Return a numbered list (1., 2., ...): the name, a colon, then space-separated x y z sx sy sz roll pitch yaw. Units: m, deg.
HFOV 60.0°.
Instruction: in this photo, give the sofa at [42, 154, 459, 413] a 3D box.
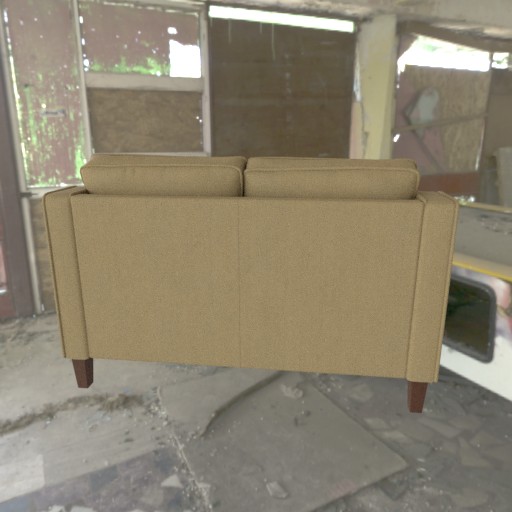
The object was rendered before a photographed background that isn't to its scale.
1. sofa: 0.000 0.000 2.121 1.501 0.971 0.987 2 15 7
